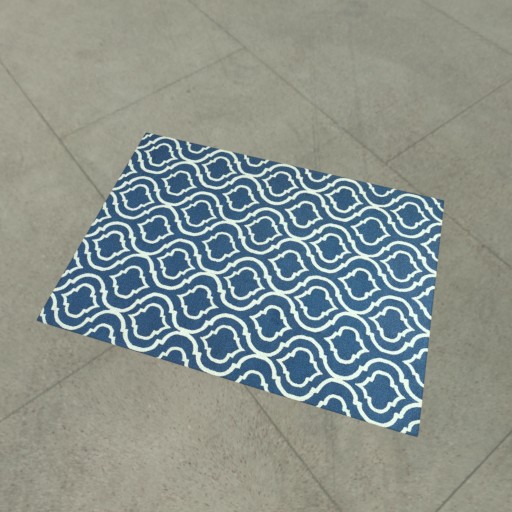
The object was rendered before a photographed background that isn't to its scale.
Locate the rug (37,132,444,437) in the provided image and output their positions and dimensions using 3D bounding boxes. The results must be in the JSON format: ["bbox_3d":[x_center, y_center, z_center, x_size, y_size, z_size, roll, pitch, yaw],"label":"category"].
[{"bbox_3d":[0.000,0.000,2.710,2.134,0.010,1.524,15,61,8],"label":"rug"}]
